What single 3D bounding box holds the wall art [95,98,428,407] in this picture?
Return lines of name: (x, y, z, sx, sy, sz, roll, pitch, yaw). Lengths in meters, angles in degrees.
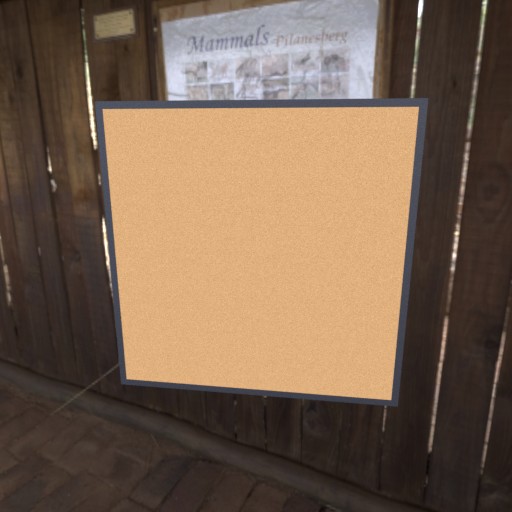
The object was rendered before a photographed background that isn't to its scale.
wall art: (0.000, 0.000, 0.460, 0.304, 0.304, 0.038, 2, 16, 8)
